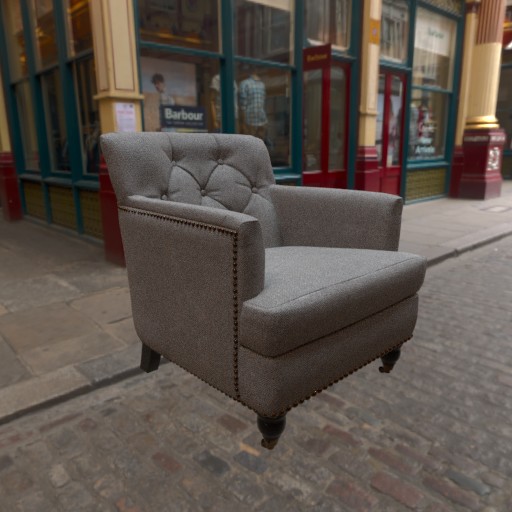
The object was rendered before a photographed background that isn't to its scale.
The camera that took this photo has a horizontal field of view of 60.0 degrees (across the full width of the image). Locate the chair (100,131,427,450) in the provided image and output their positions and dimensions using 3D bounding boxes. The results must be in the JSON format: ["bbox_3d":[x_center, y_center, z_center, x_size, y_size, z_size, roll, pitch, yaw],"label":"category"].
[{"bbox_3d":[0.000,0.000,1.503,0.737,0.823,0.902,-13,19,-42],"label":"chair"}]
